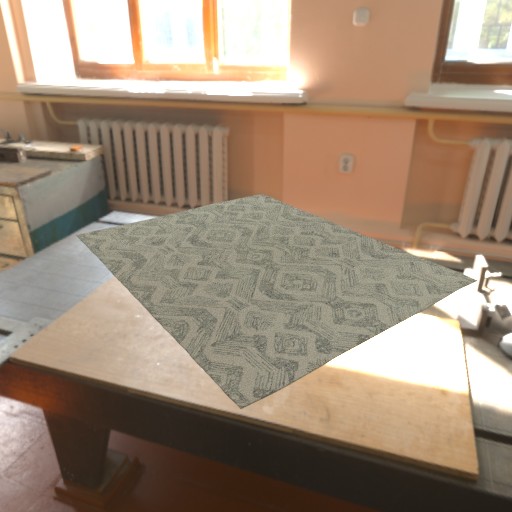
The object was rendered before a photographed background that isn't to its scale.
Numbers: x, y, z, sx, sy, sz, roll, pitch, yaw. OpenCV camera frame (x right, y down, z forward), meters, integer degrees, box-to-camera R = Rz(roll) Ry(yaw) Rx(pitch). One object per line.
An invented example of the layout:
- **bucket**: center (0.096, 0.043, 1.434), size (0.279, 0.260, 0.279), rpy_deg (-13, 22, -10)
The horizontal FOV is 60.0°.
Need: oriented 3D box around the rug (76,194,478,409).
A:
- **rug**: center (0.000, 0.000, 4.159), size (2.430, 0.030, 3.054), rpy_deg (-17, 30, -32)
